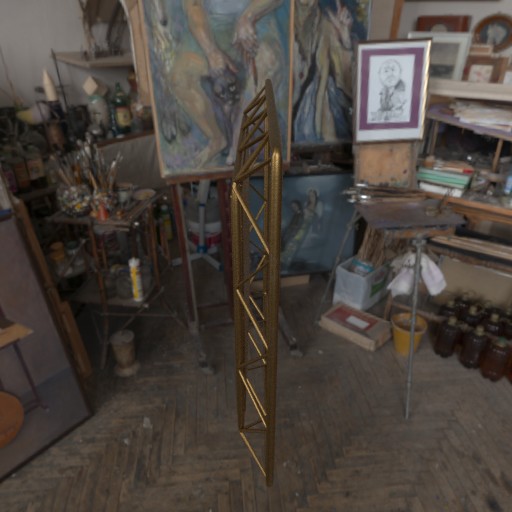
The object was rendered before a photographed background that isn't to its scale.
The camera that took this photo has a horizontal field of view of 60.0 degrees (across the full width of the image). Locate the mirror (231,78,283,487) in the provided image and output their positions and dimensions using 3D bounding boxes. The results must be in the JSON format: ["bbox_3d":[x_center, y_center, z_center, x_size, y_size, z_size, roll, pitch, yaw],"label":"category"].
[{"bbox_3d":[0.000,0.000,0.615,0.046,0.414,0.416,0,29,0],"label":"mirror"}]
